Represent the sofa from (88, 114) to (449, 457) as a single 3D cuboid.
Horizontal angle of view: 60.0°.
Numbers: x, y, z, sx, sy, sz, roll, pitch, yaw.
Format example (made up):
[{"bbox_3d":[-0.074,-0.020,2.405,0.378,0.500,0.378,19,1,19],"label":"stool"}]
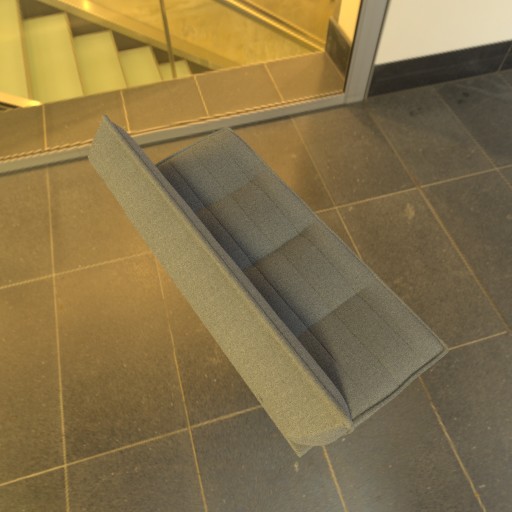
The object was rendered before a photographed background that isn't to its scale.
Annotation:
[{"bbox_3d":[0.000,0.000,2.387,0.950,0.890,1.940,-32,63,-18],"label":"sofa"}]
